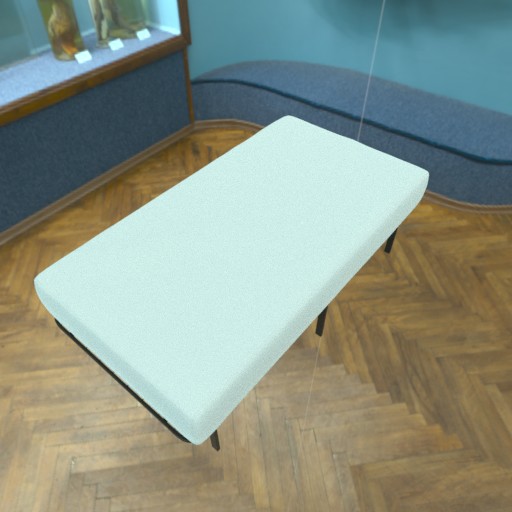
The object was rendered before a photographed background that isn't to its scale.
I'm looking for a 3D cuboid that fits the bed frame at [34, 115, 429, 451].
[{"bbox_3d":[0.000,0.000,2.406,1.025,0.640,1.908,31,54,26],"label":"bed frame"}]
